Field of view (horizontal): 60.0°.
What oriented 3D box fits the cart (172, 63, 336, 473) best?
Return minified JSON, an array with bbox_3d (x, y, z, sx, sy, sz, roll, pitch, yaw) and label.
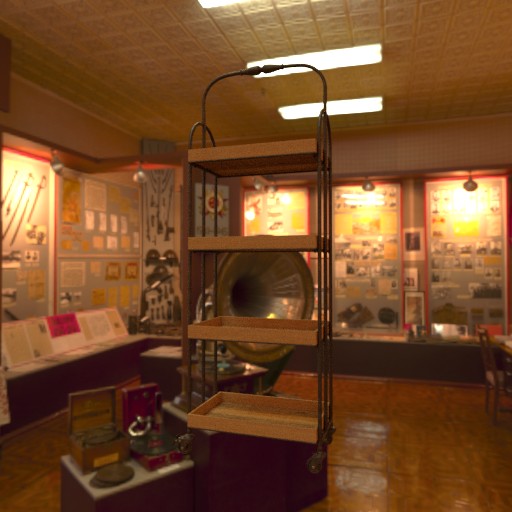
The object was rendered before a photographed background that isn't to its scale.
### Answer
[{"bbox_3d":[0.000,0.000,1.718,0.581,1.481,0.308,0,-1,18],"label":"cart"}]
